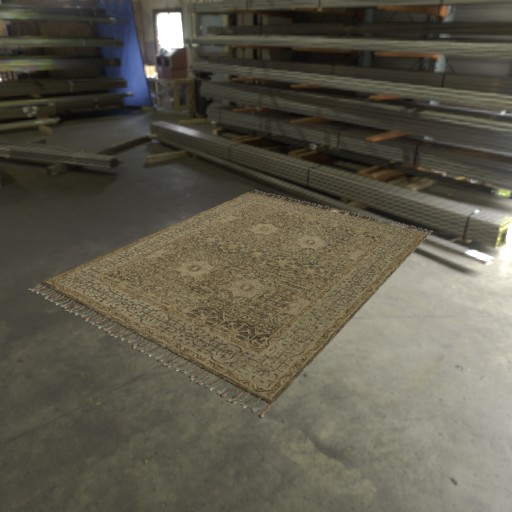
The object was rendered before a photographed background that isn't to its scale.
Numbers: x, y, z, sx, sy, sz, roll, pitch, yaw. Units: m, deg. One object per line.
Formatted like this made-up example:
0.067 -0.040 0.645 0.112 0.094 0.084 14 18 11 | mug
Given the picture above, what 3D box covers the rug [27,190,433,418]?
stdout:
0.000 0.000 4.307 2.431 0.017 3.291 18 32 32 | rug
